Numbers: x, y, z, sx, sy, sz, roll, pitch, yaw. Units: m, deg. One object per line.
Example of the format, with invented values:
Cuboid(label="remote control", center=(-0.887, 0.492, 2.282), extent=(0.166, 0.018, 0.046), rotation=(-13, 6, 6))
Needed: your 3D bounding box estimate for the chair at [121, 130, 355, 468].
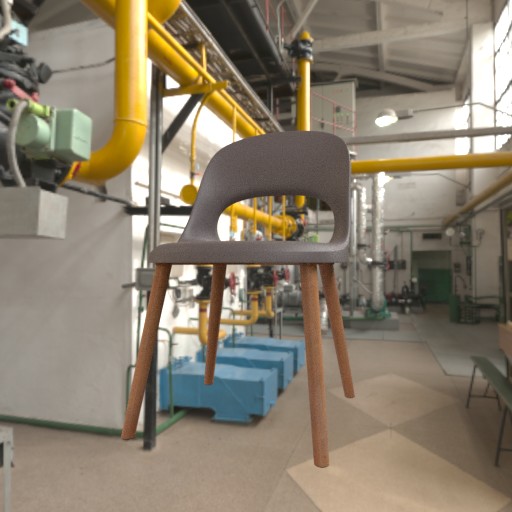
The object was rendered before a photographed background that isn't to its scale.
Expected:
Cuboid(label="chair", center=(0.000, 0.000, 1.139), extent=(0.470, 0.794, 0.556), rotation=(0, -1, 18))
